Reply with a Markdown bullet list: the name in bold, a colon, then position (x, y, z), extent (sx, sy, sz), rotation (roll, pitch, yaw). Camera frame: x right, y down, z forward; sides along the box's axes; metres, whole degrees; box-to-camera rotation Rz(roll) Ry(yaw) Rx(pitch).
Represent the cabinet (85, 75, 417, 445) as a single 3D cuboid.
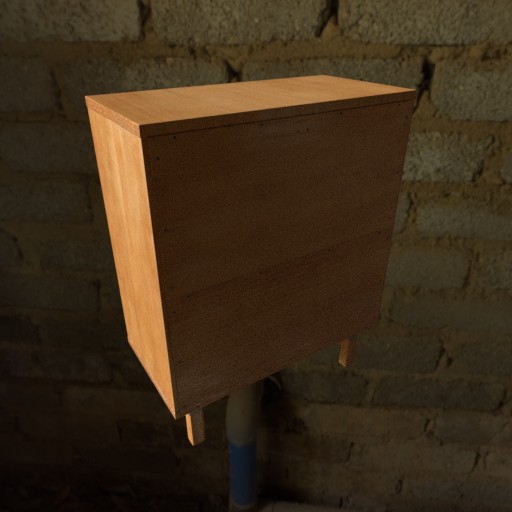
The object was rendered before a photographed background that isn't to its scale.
- **cabinet**: position (0.000, 0.000, 1.430), extent (0.800, 1.001, 0.419), rotation (-17, 33, -28)
